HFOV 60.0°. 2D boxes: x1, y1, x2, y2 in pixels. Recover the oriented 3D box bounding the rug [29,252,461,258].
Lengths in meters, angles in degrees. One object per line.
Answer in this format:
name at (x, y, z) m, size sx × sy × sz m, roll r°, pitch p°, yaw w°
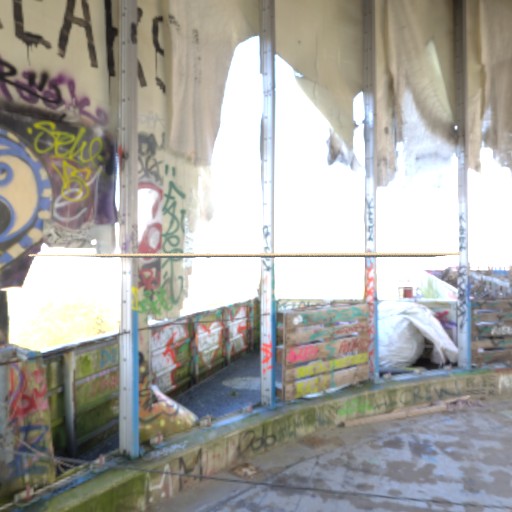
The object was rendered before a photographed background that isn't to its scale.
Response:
rug at (0.000, 0.000, 2.930) m, size 2.294 × 0.014 × 1.528 m, roll 0°, pitch -1°, yaw 18°
